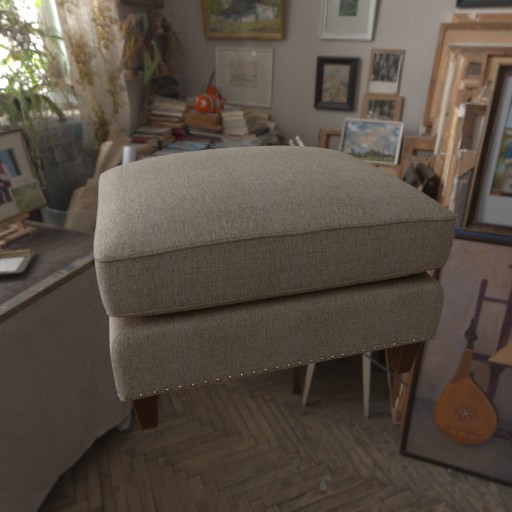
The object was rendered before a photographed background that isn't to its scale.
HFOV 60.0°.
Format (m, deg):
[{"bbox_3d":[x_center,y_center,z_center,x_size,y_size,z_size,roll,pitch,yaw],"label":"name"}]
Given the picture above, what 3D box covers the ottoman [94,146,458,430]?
[{"bbox_3d":[0.000,0.000,1.155,0.741,0.513,0.584,-7,27,-15],"label":"ottoman"}]
